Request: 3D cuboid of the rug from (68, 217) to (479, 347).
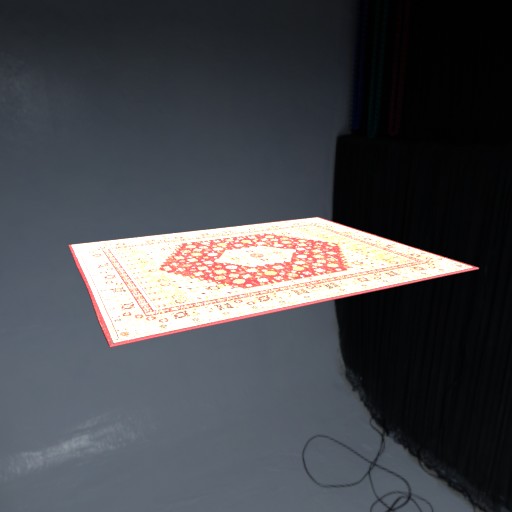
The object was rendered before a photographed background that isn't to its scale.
[{"bbox_3d":[0.000,0.000,4.133,3.053,0.013,2.387,-8,19,-26],"label":"rug"}]
